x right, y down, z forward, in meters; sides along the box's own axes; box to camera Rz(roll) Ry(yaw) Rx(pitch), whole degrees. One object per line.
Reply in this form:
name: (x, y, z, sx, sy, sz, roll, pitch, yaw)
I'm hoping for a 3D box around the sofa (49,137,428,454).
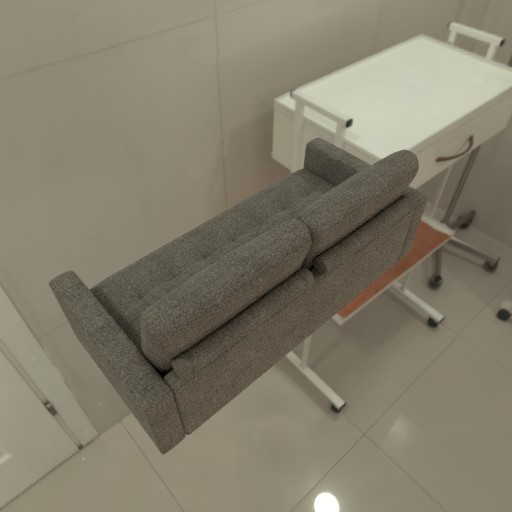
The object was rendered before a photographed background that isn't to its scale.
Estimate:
sofa: (0.000, 0.000, 2.332, 1.821, 0.902, 0.863, -33, 55, -27)
